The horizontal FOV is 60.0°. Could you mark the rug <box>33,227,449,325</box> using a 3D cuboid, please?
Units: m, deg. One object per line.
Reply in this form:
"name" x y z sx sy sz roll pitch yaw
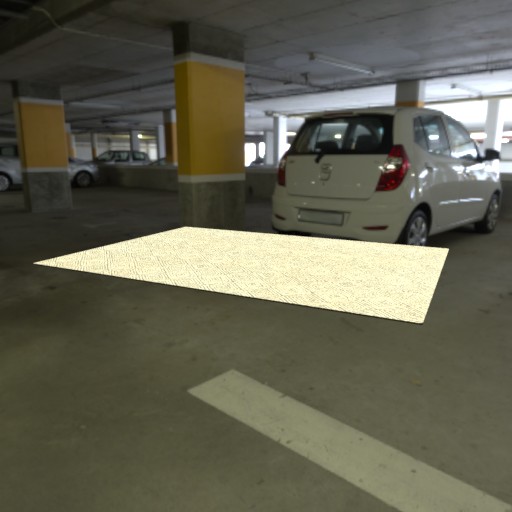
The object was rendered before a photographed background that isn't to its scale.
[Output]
"rug" 0.000 0.000 2.904 2.238 0.008 1.593 6 14 26
